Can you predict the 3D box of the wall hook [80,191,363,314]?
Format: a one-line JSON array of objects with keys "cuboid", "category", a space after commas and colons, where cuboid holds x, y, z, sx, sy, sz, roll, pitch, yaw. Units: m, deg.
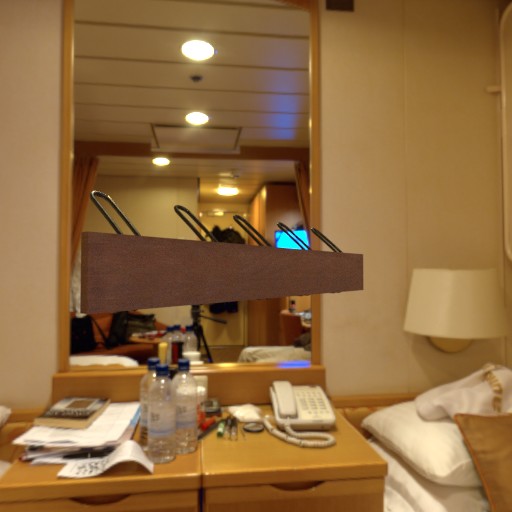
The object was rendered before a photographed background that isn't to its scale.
[{"cuboid": [0.000, 0.000, 0.592, 0.076, 0.116, 0.554, -1, -2, 36], "category": "wall hook"}]
